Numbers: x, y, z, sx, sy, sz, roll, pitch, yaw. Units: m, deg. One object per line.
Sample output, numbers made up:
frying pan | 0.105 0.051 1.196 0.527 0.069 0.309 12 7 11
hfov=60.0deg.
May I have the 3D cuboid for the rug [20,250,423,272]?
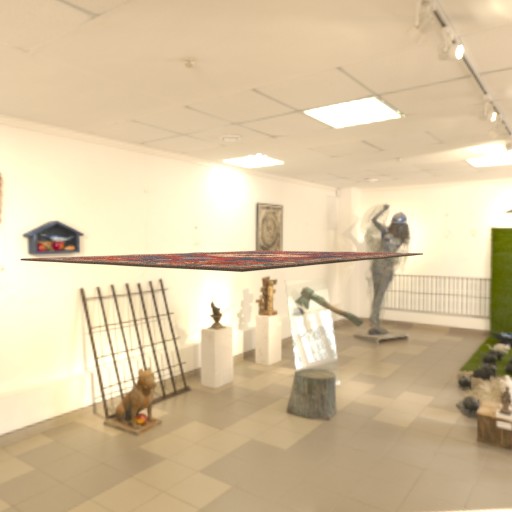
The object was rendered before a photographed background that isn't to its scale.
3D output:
rug | 0.000 0.000 2.298 1.207 0.012 1.820 1 2 35
